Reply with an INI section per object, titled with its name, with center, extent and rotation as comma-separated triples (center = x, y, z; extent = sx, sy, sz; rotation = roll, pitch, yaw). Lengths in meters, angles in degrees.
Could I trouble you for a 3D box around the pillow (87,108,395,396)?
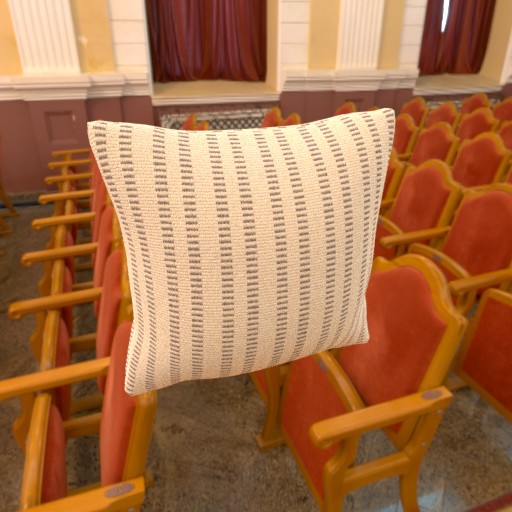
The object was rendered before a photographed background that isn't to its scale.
[pillow]
center = 0.000, 0.000, 0.679
extent = 0.438, 0.419, 0.247
rotation = -8, 26, -17
